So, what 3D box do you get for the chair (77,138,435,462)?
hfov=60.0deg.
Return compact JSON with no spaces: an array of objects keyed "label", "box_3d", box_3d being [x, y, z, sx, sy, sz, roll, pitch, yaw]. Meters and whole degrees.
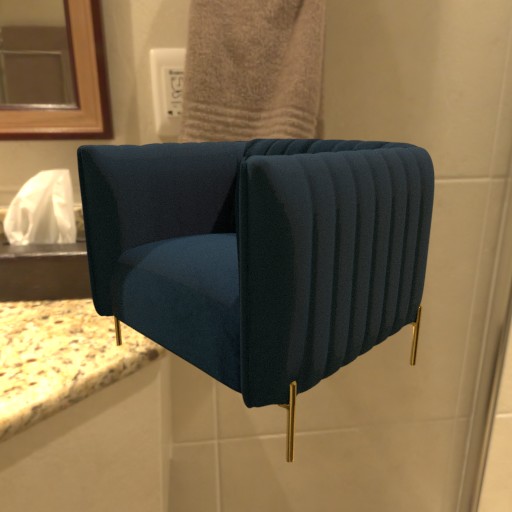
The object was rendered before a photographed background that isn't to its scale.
[{"label":"chair","box_3d":[0.000,0.000,1.576,0.877,0.793,0.947,-16,23,-43]}]
